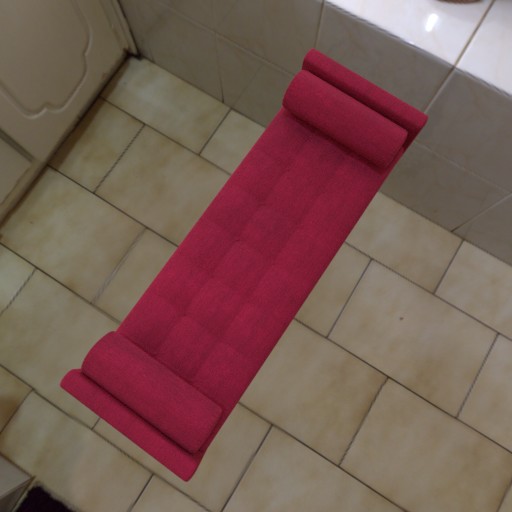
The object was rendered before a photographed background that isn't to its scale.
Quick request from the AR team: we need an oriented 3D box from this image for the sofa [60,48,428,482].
[{"bbox_3d":[0.000,0.000,2.295,0.686,0.635,1.981,34,80,7],"label":"sofa"}]
